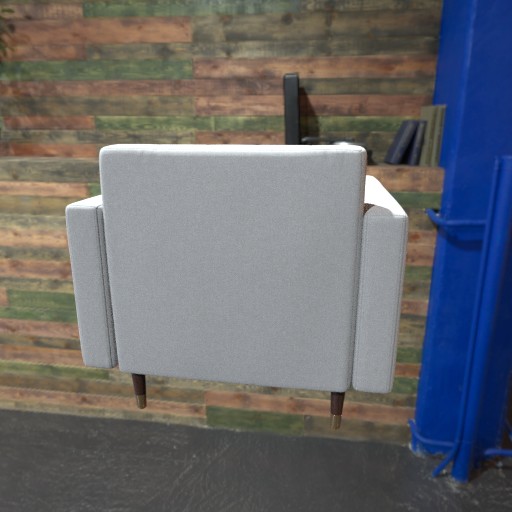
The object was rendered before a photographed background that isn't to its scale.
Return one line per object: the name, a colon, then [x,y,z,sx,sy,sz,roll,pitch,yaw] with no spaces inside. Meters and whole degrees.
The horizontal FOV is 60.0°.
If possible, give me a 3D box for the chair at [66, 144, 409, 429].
chair: [0.000,0.000,1.635,0.953,0.819,0.998,3,16,9]
